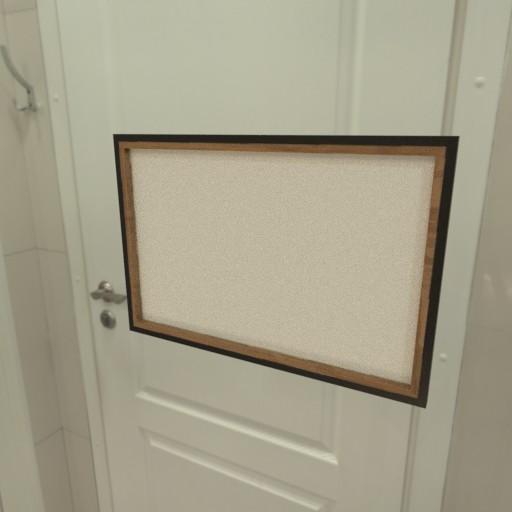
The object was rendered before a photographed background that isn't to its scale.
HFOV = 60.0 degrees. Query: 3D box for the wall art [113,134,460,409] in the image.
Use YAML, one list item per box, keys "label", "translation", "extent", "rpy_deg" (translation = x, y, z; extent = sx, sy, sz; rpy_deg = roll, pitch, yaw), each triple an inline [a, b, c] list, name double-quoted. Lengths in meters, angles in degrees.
- label: "wall art"
  translation: [0.000, 0.000, 0.844]
  extent: [0.659, 0.446, 0.022]
  rpy_deg: [8, 18, 26]
